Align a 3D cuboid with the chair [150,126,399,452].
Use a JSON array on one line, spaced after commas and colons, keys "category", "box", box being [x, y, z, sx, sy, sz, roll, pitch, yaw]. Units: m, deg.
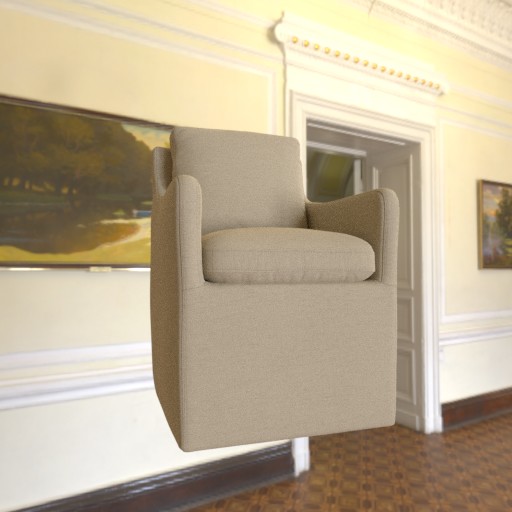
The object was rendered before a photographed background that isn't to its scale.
[{"category": "chair", "box": [0.000, 0.000, 1.400, 0.626, 0.914, 0.694, 1, -2, -18]}]
